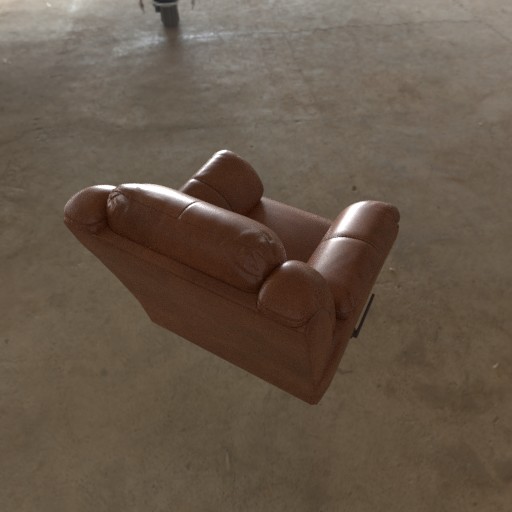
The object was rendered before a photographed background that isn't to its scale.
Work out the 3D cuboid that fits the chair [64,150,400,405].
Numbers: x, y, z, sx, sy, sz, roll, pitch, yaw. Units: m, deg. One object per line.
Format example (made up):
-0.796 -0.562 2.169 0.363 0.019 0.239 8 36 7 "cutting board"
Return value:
0.000 0.000 1.914 0.990 1.093 1.041 23 50 20 "chair"
